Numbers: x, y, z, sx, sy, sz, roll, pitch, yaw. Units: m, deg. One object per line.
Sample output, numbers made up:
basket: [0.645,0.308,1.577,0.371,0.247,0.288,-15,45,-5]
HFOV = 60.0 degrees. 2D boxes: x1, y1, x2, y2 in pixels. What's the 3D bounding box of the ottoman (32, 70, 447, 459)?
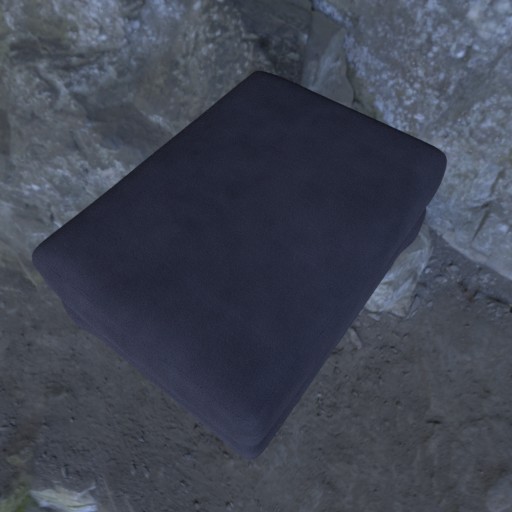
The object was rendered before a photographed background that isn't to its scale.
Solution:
ottoman: [0.000,0.000,1.093,0.574,0.497,0.773,32,62,19]
